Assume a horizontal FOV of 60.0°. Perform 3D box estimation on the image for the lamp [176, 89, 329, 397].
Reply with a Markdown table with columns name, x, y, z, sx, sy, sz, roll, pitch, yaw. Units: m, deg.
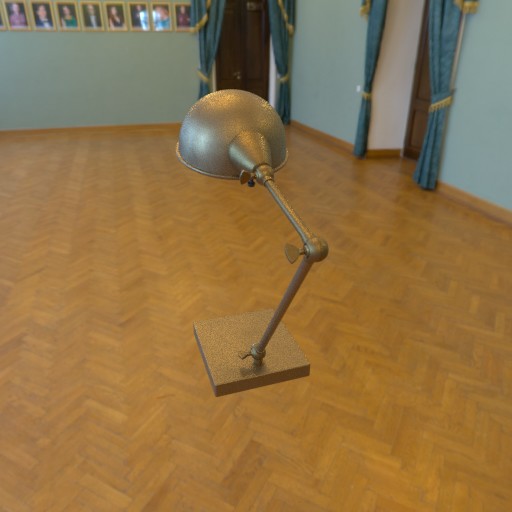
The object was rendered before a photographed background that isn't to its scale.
| name | x | y | z | sx | sy | sz | roll | pitch | yaw |
| --- | --- | --- | --- | --- | --- | --- | --- | --- | --- |
| lamp | 0.000 | 0.000 | 0.550 | 0.149 | 0.371 | 0.339 | -8 | 27 | -16 |
